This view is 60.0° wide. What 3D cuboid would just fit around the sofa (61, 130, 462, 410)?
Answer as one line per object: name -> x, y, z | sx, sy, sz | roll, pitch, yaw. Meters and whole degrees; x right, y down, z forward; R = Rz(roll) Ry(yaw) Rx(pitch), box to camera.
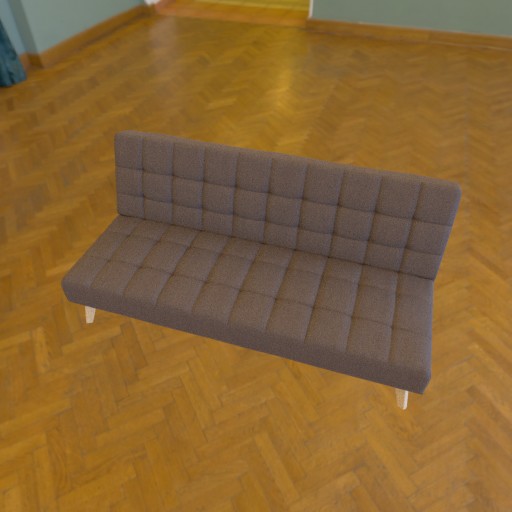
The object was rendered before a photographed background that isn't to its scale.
sofa -> 0.000, 0.000, 2.265 | 1.800, 0.810, 0.860 | 12, 44, 13
